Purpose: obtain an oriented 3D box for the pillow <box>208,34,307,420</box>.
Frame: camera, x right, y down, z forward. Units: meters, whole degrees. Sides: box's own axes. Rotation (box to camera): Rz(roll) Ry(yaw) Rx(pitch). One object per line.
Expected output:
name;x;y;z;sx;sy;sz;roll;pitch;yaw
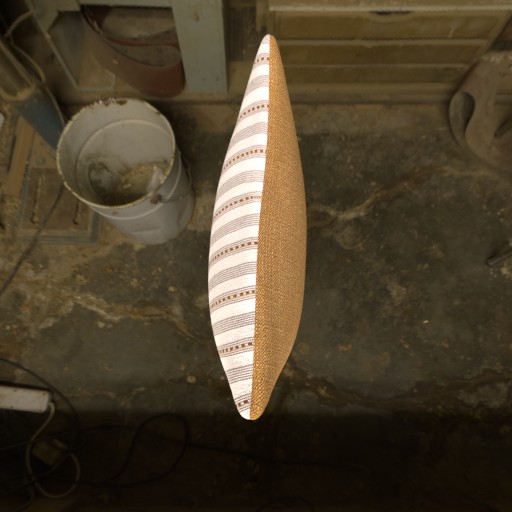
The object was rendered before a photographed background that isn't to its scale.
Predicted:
pillow;0.000;0.000;0.672;0.147;0.437;0.432;2;76;0
